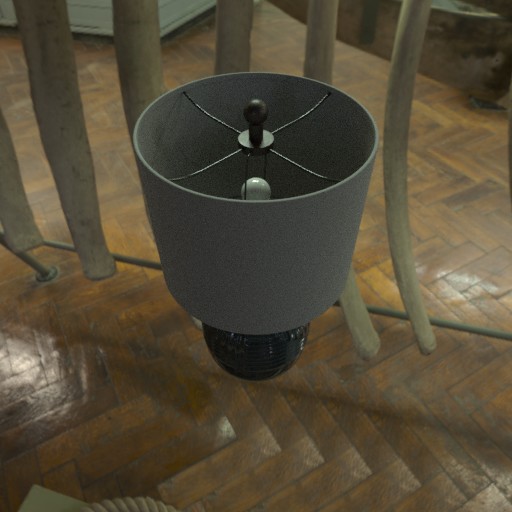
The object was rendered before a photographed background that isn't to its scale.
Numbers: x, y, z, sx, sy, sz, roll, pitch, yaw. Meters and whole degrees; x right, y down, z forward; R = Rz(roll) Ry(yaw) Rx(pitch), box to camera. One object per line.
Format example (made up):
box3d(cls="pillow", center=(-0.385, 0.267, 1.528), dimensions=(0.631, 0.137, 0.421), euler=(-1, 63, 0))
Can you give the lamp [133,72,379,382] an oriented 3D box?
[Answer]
box3d(cls="lamp", center=(0.000, 0.000, 0.762), dimensions=(0.318, 0.567, 0.318), euler=(0, 47, 0))
